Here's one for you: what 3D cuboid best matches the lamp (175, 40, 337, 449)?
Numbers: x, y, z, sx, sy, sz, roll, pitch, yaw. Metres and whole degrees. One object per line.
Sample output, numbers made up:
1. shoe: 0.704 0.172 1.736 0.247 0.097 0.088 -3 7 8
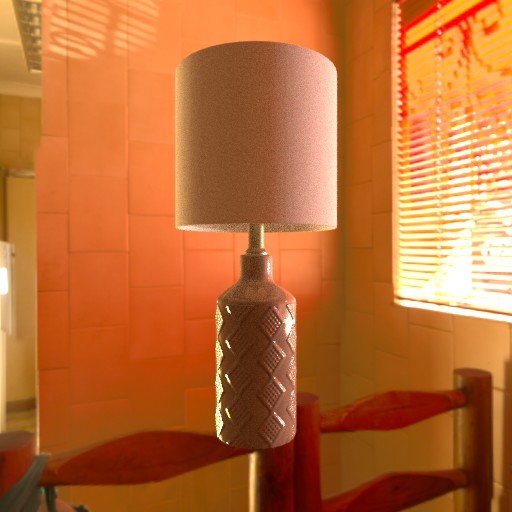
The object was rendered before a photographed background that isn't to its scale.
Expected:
1. lamp: 0.000 0.000 0.577 0.207 0.461 0.207 0 0 37
